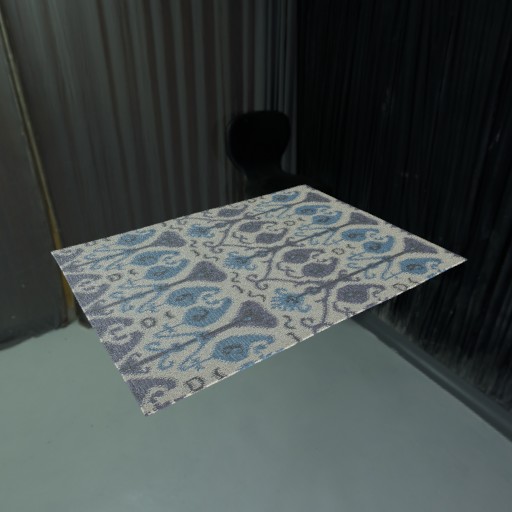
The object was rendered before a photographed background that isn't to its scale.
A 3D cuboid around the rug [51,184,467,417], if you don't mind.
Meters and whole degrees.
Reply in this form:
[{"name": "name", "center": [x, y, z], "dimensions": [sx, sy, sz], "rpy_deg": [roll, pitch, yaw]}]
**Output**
[{"name": "rug", "center": [0.000, 0.000, 2.976], "dimensions": [2.261, 0.013, 1.676], "rpy_deg": [-19, 35, -29]}]
